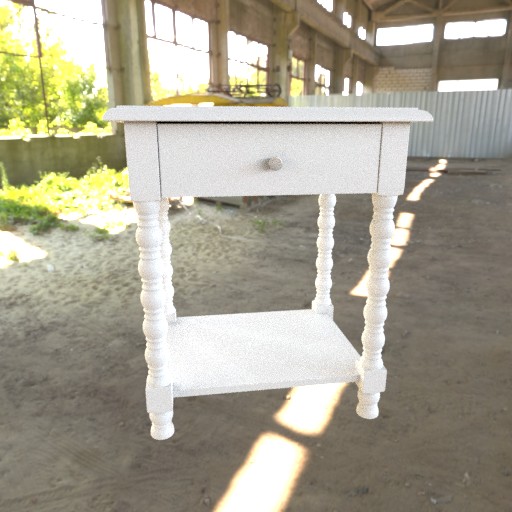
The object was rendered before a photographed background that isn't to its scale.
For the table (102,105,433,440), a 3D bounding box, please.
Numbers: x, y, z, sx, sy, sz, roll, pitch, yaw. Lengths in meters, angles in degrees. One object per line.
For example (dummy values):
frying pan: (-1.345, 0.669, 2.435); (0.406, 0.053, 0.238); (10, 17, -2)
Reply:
table: (0.000, 0.000, 0.855); (0.460, 0.531, 0.381); (-2, 16, -8)
